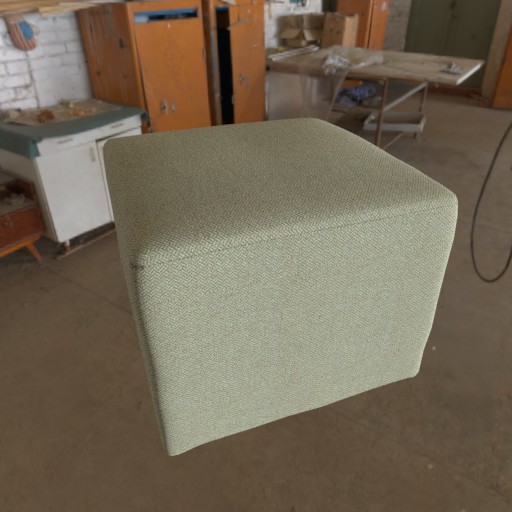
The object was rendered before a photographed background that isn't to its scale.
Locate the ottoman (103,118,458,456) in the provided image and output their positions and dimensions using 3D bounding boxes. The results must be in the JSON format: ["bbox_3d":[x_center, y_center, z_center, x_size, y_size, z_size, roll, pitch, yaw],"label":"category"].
[{"bbox_3d":[0.000,0.000,0.909,0.521,0.453,0.512,-11,34,-17],"label":"ottoman"}]
